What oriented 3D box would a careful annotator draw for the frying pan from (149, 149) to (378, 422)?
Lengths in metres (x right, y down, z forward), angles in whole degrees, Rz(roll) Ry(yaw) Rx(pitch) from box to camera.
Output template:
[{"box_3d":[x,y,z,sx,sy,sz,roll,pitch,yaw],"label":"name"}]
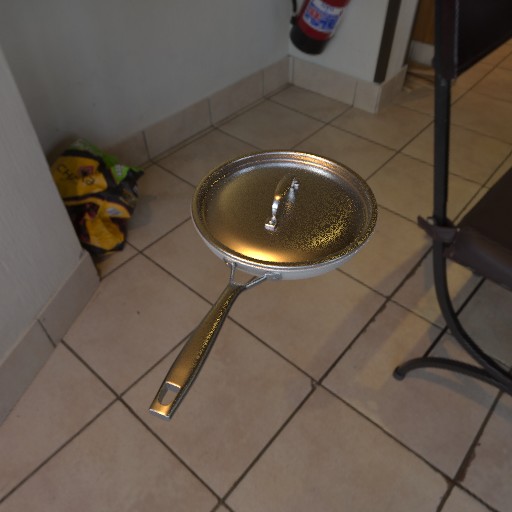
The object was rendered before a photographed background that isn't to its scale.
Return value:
[{"box_3d":[0.000,0.000,0.587,0.272,0.086,0.490,16,48,15],"label":"frying pan"}]
